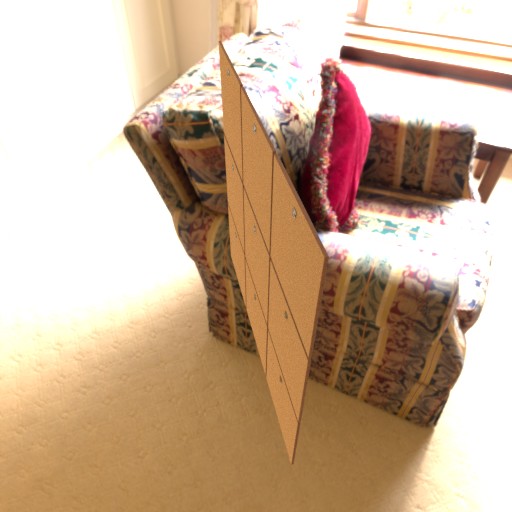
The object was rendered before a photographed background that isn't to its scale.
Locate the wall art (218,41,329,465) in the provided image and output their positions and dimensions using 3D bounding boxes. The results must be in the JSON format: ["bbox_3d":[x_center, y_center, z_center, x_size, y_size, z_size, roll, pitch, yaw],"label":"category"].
[{"bbox_3d":[0.000,0.000,2.233,0.019,1.532,1.533,-10,47,-10],"label":"wall art"}]
